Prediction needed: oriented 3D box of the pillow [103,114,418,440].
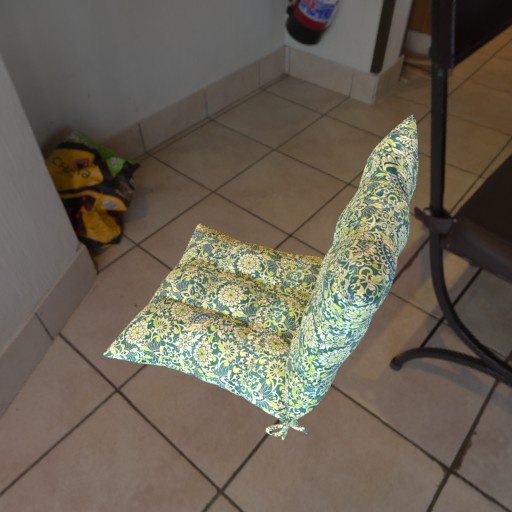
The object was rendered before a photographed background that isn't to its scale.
[{"bbox_3d":[0.000,0.000,0.986,0.585,0.536,0.541,16,49,15],"label":"pillow"}]
